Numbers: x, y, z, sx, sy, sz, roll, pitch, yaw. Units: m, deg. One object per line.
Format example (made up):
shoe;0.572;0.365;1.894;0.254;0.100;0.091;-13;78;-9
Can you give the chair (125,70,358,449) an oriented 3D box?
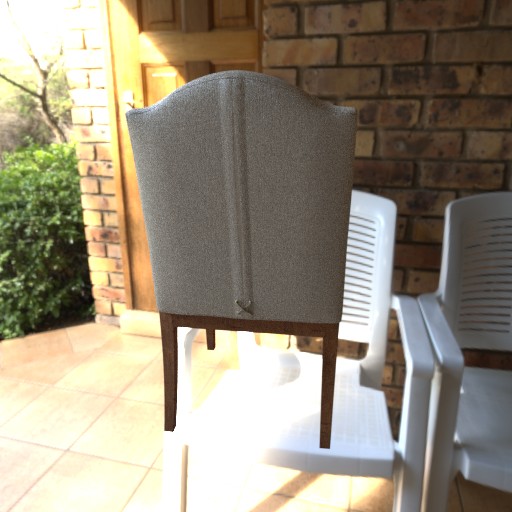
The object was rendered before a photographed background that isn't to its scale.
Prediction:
chair;0.000;0.000;1.376;0.534;1.012;0.648;3;17;8
